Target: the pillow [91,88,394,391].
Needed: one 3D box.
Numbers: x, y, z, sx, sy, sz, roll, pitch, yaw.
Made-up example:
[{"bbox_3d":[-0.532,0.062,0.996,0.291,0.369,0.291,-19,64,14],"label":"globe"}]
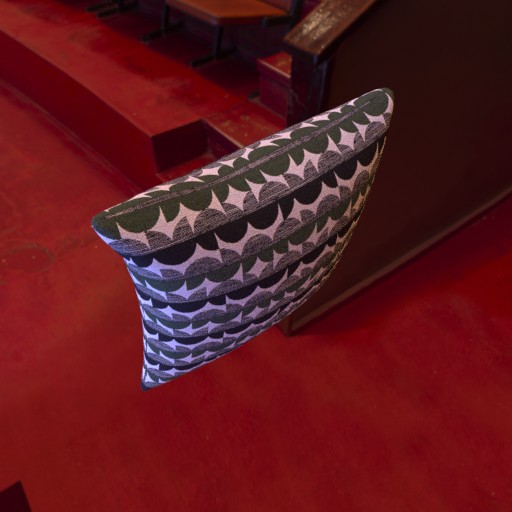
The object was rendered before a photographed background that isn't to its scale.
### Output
[{"bbox_3d":[0.000,0.000,0.640,0.419,0.404,0.180,-30,54,-26],"label":"pillow"}]
